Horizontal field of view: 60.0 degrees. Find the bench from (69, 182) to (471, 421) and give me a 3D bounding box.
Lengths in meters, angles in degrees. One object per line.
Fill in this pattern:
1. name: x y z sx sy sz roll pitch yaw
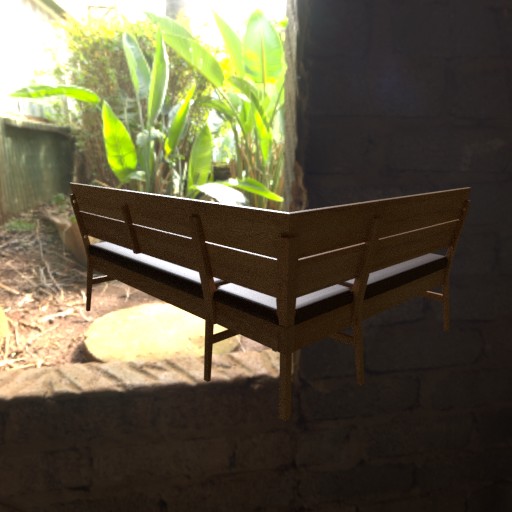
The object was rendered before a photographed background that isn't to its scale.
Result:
1. bench: 0.000 0.000 2.807 1.549 0.890 1.975 -13 19 -43
